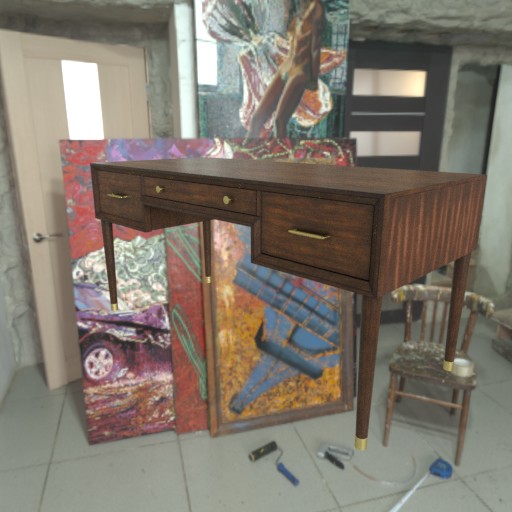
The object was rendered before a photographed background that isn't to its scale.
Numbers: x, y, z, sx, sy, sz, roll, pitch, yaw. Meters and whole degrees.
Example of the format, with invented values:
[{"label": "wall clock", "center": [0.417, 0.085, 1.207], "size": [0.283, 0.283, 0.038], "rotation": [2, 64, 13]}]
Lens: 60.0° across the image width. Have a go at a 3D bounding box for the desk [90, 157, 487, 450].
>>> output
[{"label": "desk", "center": [0.000, 0.000, 1.949], "size": [1.575, 0.762, 0.724], "rotation": [15, 22, 43]}]
